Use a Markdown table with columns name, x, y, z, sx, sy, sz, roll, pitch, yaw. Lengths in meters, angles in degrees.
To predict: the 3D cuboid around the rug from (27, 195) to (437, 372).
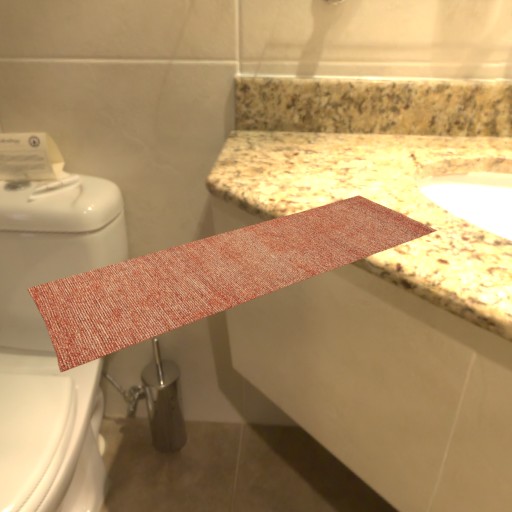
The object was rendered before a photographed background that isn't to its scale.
| name | x | y | z | sx | sy | sz | roll | pitch | yaw |
| --- | --- | --- | --- | --- | --- | --- | --- | --- | --- |
| rug | 0.000 | 0.000 | 2.583 | 2.353 | 0.013 | 0.718 | -18 | 34 | -28 |
